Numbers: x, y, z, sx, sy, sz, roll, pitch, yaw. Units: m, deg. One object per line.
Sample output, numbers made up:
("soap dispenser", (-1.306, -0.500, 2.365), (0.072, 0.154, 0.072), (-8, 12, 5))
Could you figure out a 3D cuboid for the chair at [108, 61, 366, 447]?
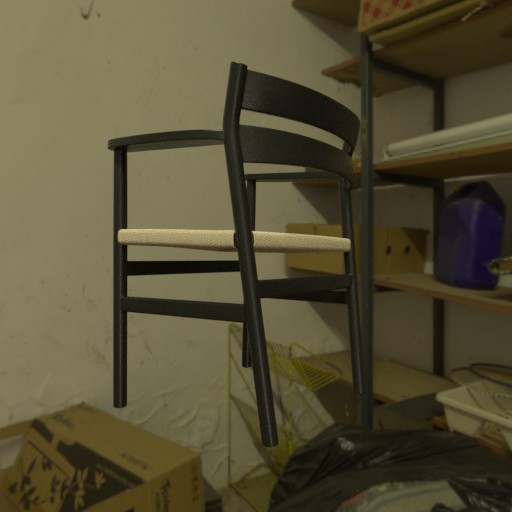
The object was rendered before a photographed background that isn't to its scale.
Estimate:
("chair", (0.000, 0.000, 1.195), (0.508, 0.775, 0.630), (0, 0, 37))
